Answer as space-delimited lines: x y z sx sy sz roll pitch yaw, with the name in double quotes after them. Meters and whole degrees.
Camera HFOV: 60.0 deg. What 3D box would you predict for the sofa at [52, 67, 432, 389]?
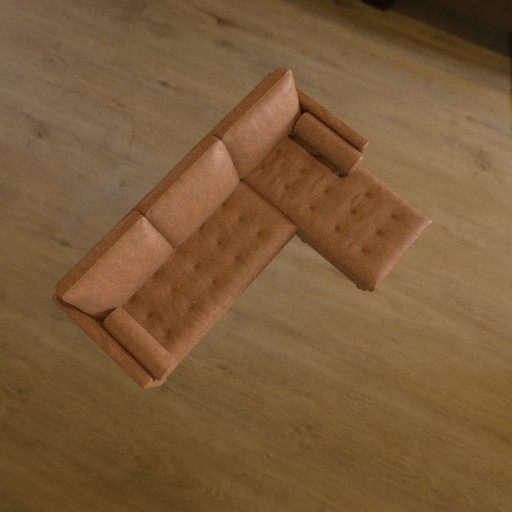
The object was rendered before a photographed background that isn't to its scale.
0.000 0.000 2.987 1.506 0.876 2.178 41 79 9 "sofa"
